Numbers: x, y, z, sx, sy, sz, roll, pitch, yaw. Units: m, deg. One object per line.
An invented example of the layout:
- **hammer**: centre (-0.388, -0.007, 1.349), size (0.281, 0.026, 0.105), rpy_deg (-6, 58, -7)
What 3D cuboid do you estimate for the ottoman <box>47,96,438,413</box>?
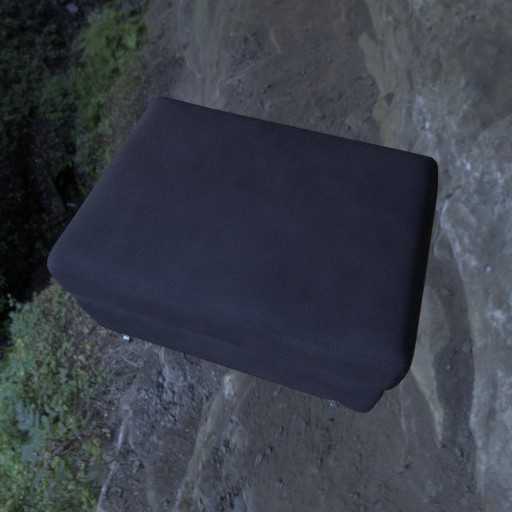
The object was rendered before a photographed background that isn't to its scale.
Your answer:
- **ottoman**: centre (0.000, 0.000, 1.153), size (0.773, 0.497, 0.574), rpy_deg (16, 60, 9)
